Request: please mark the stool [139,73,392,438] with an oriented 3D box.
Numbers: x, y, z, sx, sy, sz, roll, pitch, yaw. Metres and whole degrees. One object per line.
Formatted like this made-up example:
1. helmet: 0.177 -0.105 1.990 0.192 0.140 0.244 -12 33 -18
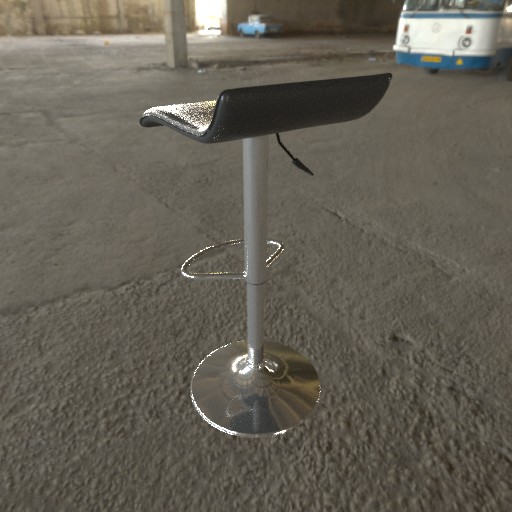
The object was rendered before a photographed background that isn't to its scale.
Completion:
1. stool: 0.000 0.000 1.088 0.381 0.851 0.381 -18 33 -29
